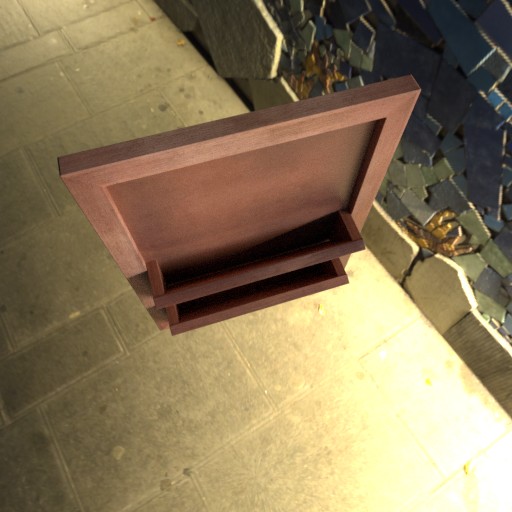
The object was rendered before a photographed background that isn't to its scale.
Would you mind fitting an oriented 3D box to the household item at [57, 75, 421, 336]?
[{"bbox_3d":[0.000,0.000,0.539,0.310,0.407,0.067,-16,65,-8],"label":"household item"}]
